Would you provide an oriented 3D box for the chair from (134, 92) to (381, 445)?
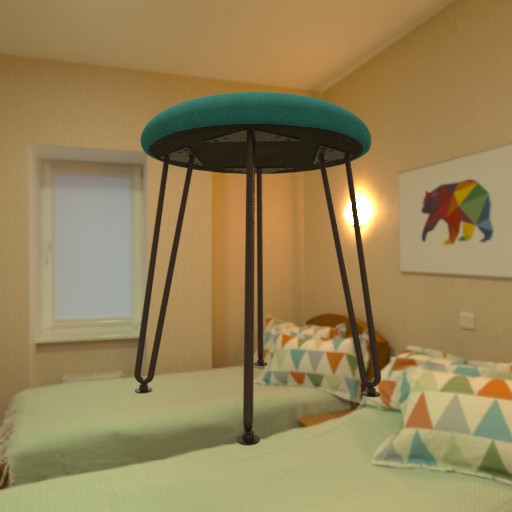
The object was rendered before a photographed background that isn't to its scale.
[{"bbox_3d":[0.000,0.000,0.695,0.350,0.430,0.350,0,0,36],"label":"chair"}]
